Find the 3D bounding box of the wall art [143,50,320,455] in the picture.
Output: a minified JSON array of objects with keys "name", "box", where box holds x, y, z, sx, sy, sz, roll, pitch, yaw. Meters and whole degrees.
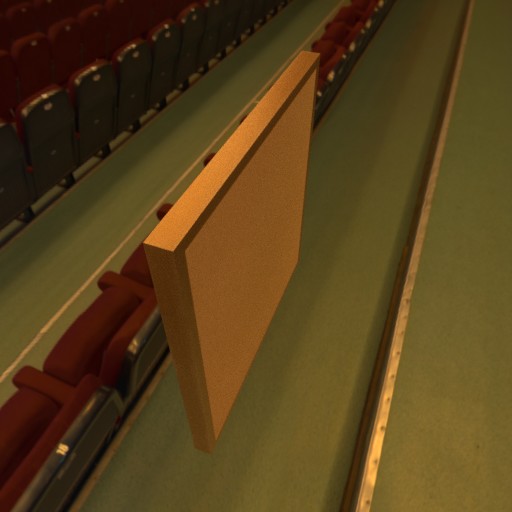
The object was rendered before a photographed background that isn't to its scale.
[{"name":"wall art","box":[0.000,0.000,0.770,0.033,0.509,0.510,16,48,15]}]
